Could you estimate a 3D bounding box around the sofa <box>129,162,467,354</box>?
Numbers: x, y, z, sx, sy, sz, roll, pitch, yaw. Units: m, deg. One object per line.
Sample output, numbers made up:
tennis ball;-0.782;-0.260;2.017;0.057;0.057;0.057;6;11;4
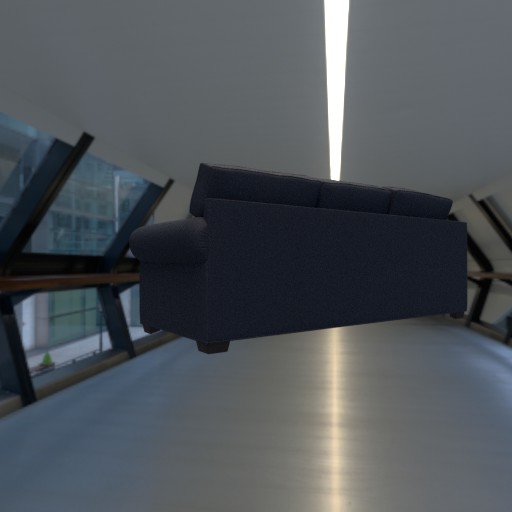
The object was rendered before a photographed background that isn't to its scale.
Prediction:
sofa;0.000;0.000;3.950;2.562;1.042;2.487;0;-1;-36
